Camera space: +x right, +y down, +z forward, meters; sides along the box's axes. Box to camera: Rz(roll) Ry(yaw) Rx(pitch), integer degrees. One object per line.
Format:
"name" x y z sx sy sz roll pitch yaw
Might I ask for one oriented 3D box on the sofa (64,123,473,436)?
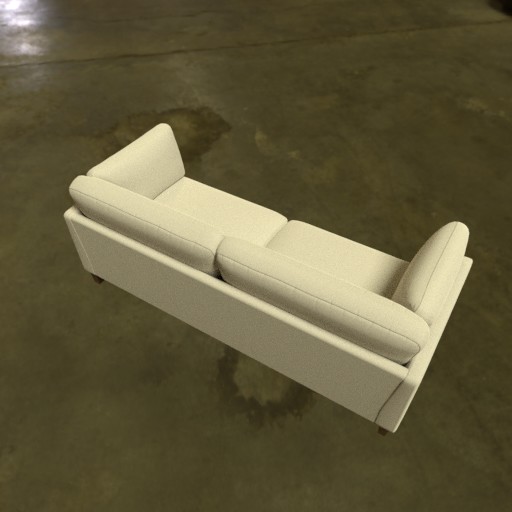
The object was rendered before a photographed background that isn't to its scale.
"sofa" 0.000 0.000 2.758 2.301 0.863 0.957 23 50 21
